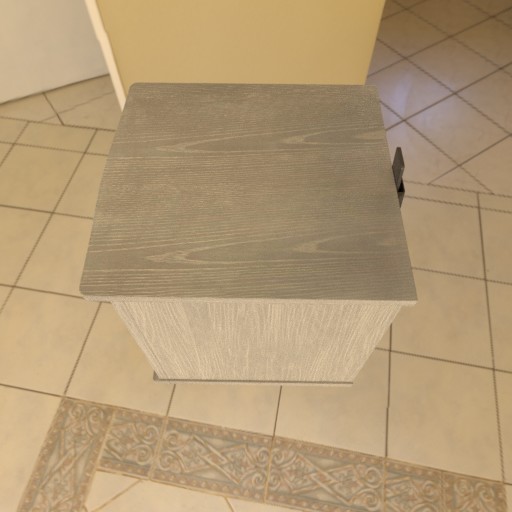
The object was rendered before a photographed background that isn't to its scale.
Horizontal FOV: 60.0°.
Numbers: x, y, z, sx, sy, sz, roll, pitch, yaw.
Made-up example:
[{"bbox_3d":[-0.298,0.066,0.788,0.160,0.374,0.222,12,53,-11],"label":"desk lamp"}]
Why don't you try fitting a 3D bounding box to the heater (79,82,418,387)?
[{"bbox_3d":[0.000,0.000,0.752,0.400,0.481,0.362,1,58,0],"label":"heater"}]
